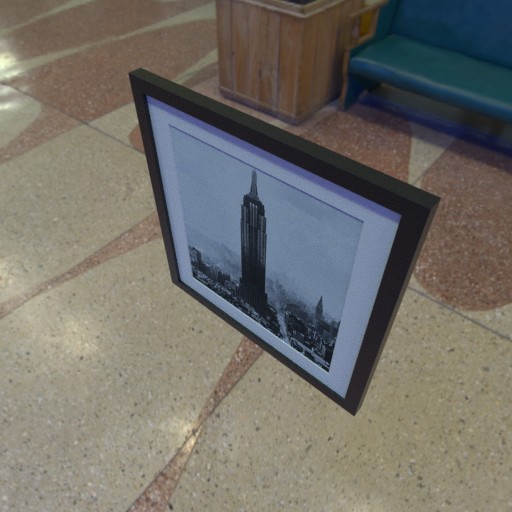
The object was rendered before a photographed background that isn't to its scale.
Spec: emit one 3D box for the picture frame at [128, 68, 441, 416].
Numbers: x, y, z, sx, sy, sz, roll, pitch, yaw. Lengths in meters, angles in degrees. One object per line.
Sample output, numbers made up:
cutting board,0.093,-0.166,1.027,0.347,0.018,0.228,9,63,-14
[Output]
picture frame,0.000,0.000,0.848,0.559,0.557,0.029,32,54,27
